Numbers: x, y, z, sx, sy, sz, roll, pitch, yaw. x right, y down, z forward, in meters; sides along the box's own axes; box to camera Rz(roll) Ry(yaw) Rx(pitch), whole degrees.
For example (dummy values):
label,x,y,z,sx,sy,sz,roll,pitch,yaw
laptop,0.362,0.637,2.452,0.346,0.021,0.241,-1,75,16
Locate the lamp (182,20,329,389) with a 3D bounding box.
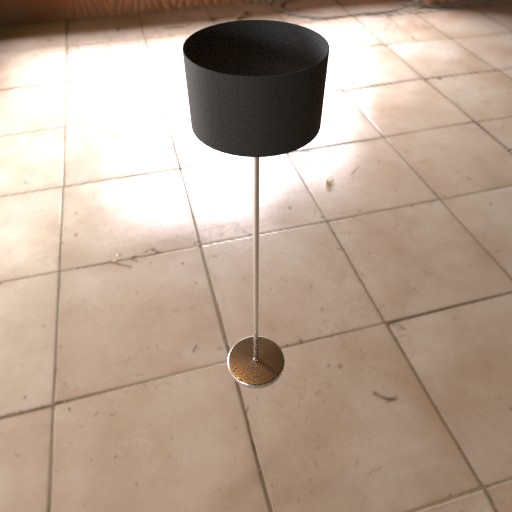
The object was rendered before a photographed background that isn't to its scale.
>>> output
label,x,y,z,sx,sy,sz,roll,pitch,yaw
lamp,0.000,0.000,1.573,0.348,1.443,0.348,-12,47,-11
